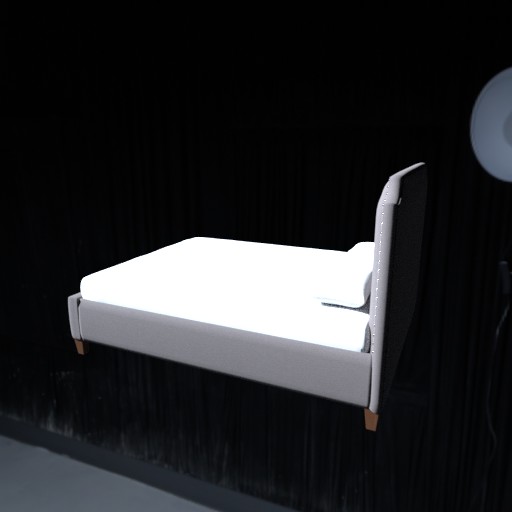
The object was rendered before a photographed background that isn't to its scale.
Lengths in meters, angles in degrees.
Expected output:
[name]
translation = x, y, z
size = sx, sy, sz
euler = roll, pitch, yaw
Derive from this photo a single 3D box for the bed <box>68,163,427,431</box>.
[bed]
translation = 0.000, 0.000, 3.527
size = 2.372, 1.443, 1.713
euler = 7, 16, 24
